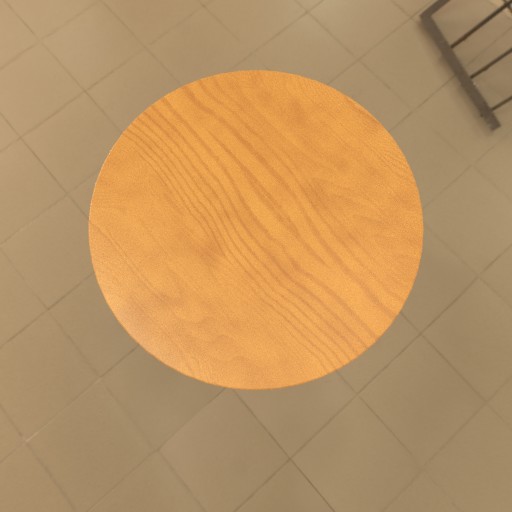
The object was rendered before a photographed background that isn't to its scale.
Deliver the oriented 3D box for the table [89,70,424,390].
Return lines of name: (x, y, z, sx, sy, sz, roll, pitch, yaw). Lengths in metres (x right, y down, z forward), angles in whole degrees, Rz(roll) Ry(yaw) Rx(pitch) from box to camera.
table: (0.000, 0.000, 1.087, 0.597, 0.612, 0.597, 0, 76, 0)
